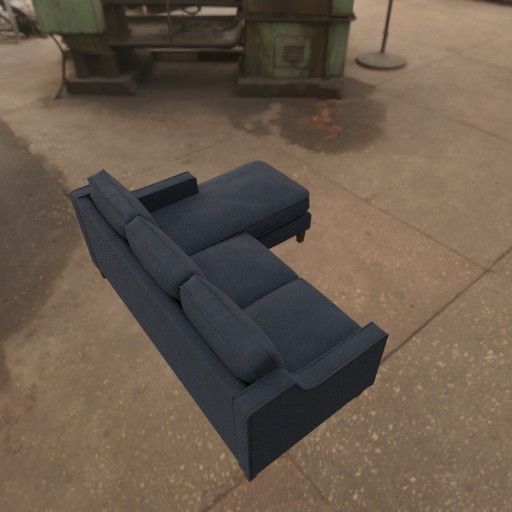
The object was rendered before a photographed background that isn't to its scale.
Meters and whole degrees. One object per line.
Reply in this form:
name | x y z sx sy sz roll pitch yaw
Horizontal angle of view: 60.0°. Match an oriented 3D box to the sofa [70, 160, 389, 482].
sofa | 0.000 0.000 3.338 1.858 1.066 2.317 -27 48 -27
